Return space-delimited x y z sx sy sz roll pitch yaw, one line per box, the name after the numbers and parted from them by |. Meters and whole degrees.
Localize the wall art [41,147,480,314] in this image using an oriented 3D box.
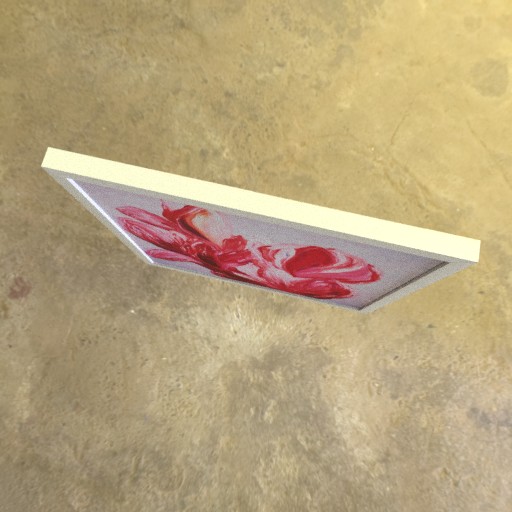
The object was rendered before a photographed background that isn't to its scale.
0.000 0.000 0.672 0.455 0.453 0.023 13 76 3 | wall art
